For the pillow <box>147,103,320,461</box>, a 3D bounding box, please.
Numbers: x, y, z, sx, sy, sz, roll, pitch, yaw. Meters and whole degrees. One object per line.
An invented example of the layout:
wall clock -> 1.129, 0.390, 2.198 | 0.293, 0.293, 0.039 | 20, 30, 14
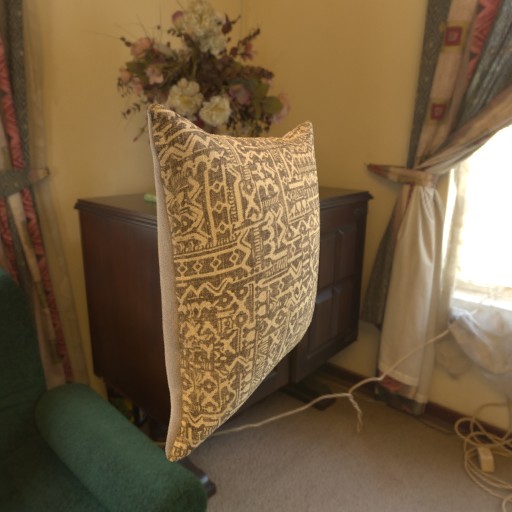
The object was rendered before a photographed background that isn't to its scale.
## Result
pillow -> 0.000, 0.000, 0.798 | 0.180, 0.487, 0.546 | 7, 16, 25
